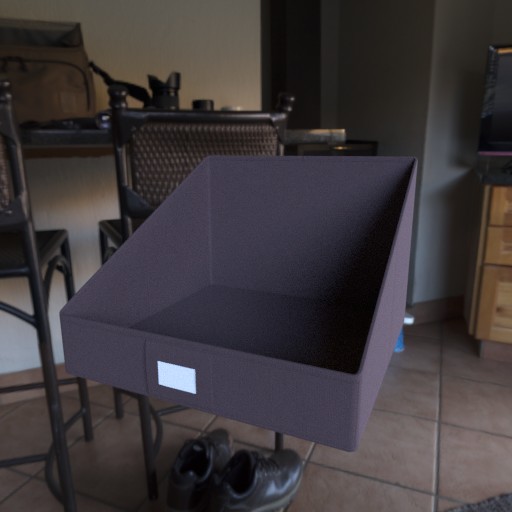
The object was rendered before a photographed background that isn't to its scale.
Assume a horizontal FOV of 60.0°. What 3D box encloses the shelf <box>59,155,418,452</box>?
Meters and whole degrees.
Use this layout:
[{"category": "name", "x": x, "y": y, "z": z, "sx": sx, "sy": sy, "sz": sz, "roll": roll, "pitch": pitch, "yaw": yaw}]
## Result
[{"category": "shelf", "x": 0.000, "y": 0.000, "z": 0.484, "sx": 0.292, "sy": 0.210, "sz": 0.292, "roll": 6, "pitch": 15, "yaw": 24}]
